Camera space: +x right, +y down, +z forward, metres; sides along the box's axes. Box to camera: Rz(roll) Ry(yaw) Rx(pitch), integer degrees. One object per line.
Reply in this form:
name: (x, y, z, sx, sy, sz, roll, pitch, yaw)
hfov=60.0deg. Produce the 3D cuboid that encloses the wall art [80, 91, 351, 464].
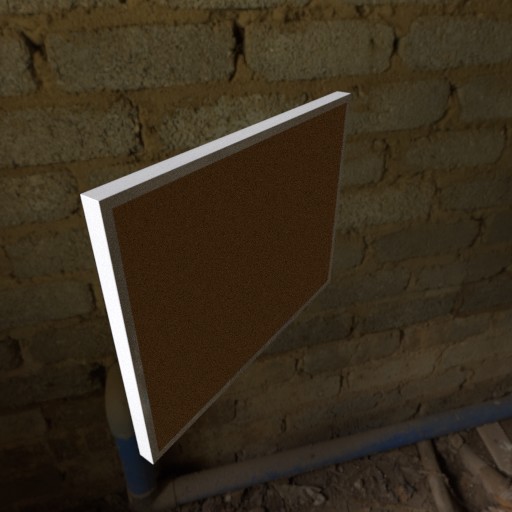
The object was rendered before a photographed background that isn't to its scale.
wall art: (0.000, 0.000, 1.369, 0.053, 0.787, 1.041, 21, 38, 29)
